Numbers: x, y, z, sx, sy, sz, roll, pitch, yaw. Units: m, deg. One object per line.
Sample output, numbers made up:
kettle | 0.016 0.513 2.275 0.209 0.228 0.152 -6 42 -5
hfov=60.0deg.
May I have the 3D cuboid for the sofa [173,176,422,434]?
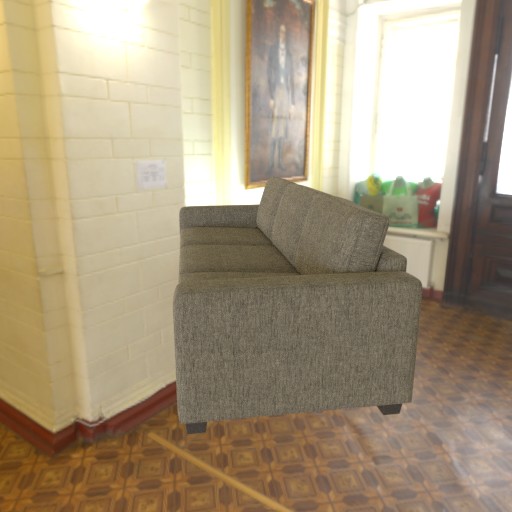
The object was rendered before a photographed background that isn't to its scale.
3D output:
sofa | 0.000 0.000 2.581 0.900 0.800 2.160 -2 14 -9
